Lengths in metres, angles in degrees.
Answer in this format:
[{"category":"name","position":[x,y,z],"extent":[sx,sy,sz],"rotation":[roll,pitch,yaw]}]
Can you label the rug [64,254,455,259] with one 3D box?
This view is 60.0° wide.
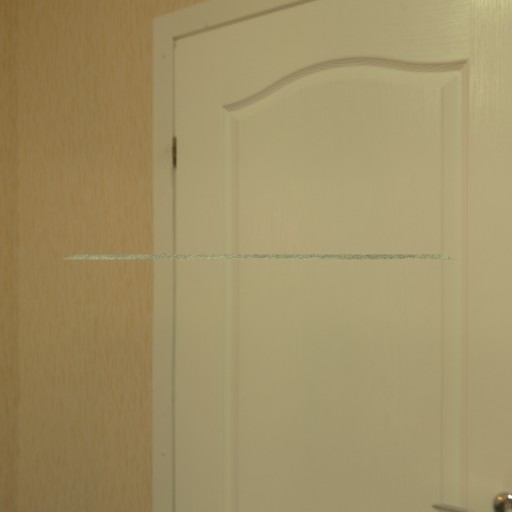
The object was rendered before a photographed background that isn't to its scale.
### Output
[{"category":"rug","position":[0.000,0.000,4.023],"extent":[2.332,0.027,2.933],"rotation":[0,0,-1]}]
